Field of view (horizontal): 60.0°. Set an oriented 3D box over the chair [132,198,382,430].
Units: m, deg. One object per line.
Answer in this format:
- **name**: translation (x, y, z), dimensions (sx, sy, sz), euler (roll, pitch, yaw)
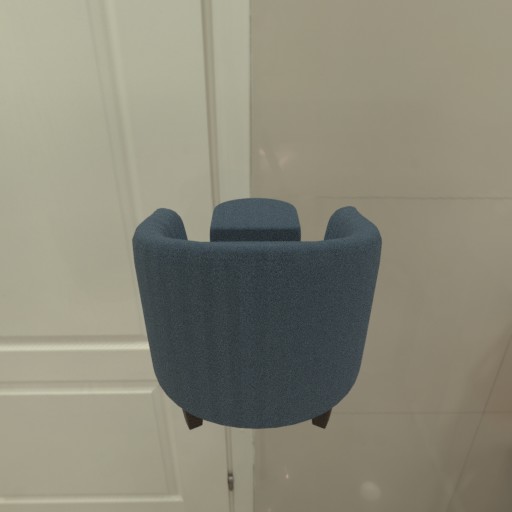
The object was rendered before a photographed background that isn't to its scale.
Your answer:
- **chair**: translation (0.000, 0.000, 1.735), dimensions (0.756, 0.757, 1.288), euler (0, 30, 0)
